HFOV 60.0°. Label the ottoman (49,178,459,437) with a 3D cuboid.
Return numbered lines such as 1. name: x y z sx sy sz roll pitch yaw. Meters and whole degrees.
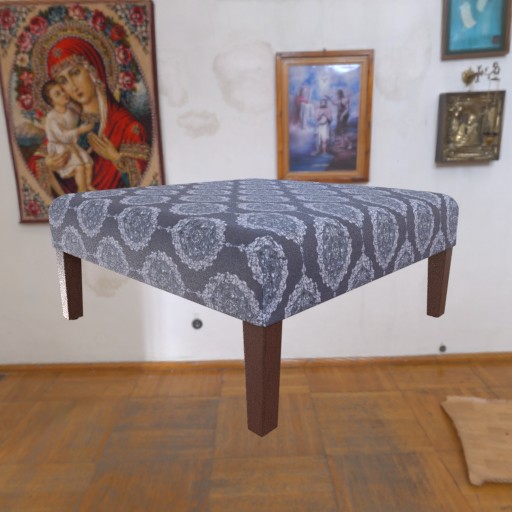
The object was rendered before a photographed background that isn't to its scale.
1. ottoman: 0.000 0.000 1.375 0.890 0.409 0.889 13 20 42
